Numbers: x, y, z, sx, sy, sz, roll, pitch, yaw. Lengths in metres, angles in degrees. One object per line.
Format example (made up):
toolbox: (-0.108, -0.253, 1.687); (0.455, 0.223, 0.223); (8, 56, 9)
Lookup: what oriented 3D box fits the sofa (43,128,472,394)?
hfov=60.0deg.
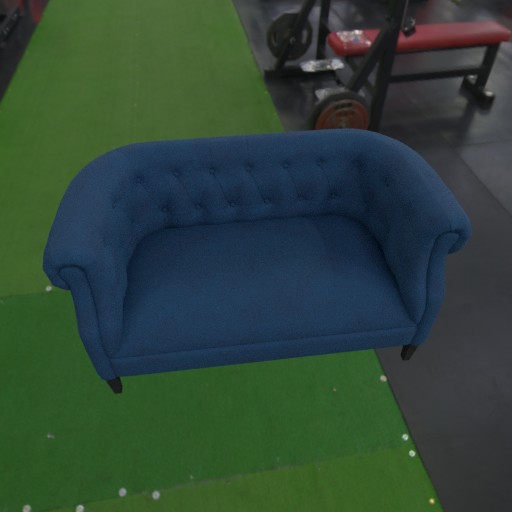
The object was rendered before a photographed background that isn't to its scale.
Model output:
sofa: (0.000, 0.000, 2.011); (1.558, 0.827, 0.835); (-5, 47, -5)
